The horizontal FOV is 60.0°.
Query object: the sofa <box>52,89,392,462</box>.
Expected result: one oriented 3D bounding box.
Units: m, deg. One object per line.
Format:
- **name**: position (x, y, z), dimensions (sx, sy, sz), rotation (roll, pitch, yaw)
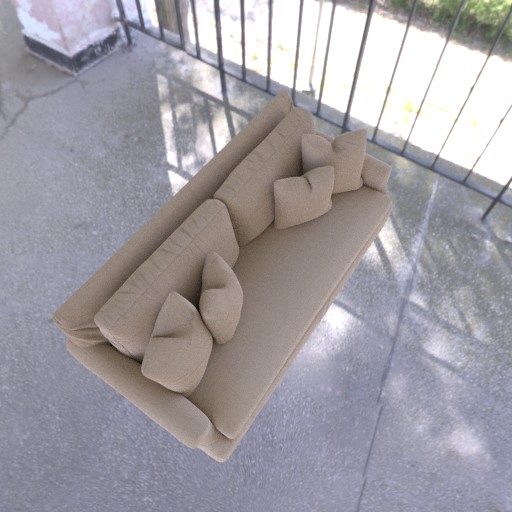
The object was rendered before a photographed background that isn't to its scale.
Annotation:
- **sofa**: position (0.000, 0.000, 2.858), dimensions (1.067, 0.904, 2.285), rotation (30, 63, 18)
